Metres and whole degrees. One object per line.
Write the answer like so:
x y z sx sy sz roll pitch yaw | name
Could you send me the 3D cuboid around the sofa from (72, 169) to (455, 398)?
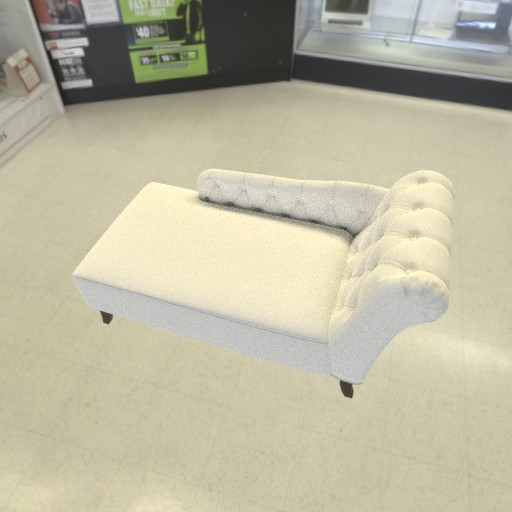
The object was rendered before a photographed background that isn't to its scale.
0.000 0.000 1.852 1.379 0.787 0.675 14 48 13 | sofa
